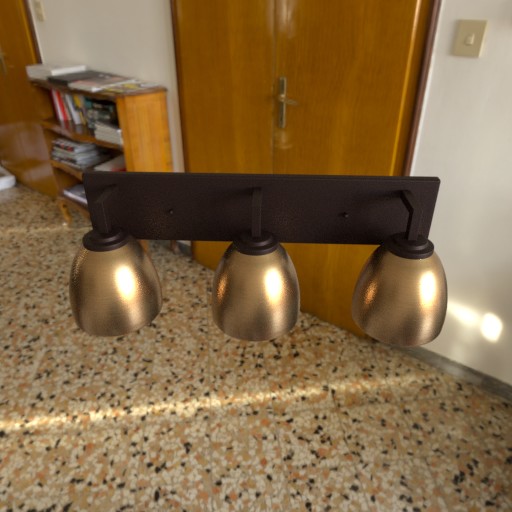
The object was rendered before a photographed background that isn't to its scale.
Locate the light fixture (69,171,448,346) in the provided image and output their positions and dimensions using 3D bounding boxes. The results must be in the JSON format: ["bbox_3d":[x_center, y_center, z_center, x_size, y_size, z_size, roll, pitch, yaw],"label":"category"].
[{"bbox_3d":[0.000,0.000,0.665,0.582,0.204,0.157,1,30,2],"label":"light fixture"}]
